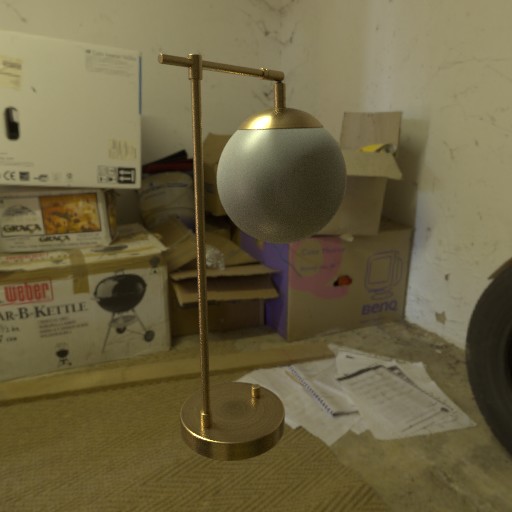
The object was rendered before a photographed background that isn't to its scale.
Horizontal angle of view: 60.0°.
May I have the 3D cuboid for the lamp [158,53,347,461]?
[{"bbox_3d":[0.000,0.000,0.701,0.207,0.559,0.324,14,20,42],"label":"lamp"}]
